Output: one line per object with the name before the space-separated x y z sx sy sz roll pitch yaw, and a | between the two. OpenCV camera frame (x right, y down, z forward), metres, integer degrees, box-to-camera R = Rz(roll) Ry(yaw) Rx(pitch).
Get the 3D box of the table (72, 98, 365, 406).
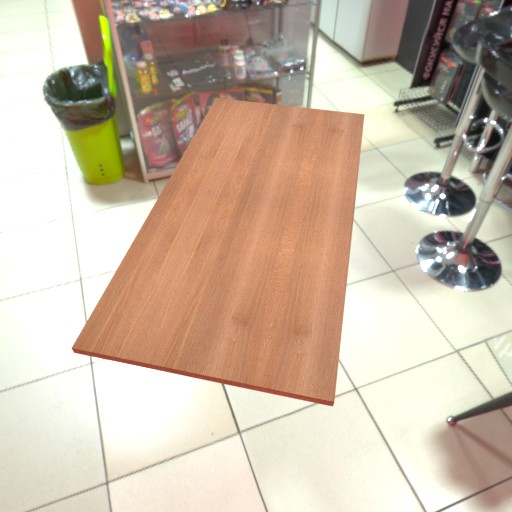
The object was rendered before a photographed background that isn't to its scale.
table | 0.000 0.000 2.327 0.900 0.750 1.800 9 48 8
